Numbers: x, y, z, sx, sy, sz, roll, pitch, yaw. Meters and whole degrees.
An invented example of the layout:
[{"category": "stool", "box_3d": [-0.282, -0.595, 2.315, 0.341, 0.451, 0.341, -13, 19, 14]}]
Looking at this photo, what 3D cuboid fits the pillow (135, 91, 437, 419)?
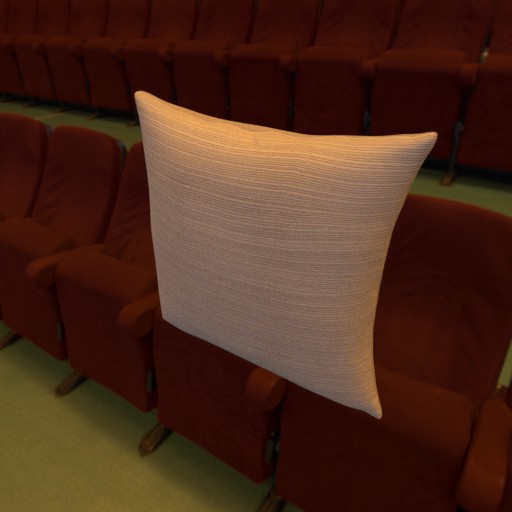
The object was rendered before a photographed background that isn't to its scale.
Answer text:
[{"category": "pillow", "box_3d": [0.000, 0.000, 0.766, 0.512, 0.497, 0.204, 18, 34, 29]}]
